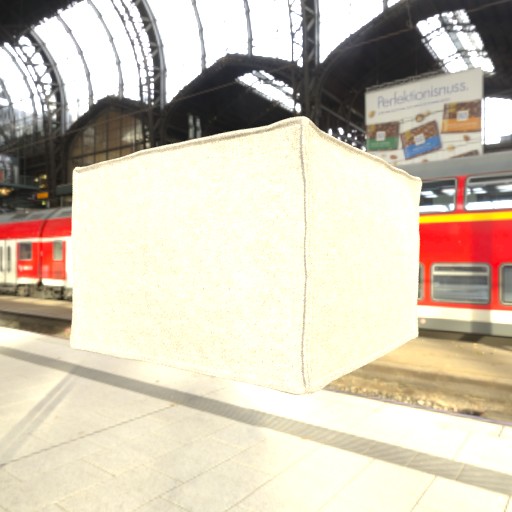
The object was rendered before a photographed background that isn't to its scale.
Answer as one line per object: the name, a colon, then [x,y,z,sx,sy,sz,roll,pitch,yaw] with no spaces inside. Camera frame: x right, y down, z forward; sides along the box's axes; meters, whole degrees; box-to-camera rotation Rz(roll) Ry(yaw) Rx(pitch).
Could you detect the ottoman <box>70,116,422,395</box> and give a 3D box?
ottoman: [0.000,0.000,1.172,0.707,0.470,0.696,0,0,35]
